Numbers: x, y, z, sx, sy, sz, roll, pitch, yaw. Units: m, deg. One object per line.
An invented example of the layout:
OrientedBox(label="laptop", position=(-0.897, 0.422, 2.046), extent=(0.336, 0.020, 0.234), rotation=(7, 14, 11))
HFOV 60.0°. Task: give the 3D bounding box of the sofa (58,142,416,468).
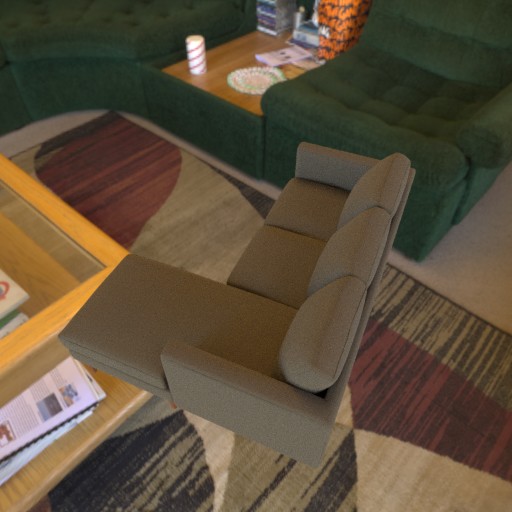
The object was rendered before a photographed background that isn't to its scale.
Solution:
OrientedBox(label="sofa", position=(0.000, 0.000, 2.907), extent=(1.591, 0.897, 2.031), rotation=(18, 50, 16))
